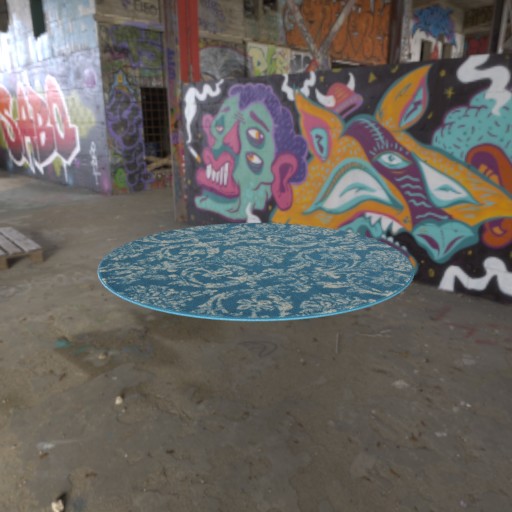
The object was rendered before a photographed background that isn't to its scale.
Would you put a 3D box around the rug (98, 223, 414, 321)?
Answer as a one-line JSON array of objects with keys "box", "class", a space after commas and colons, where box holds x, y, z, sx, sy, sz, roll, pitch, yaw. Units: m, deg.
[{"box": [0.000, 0.000, 2.356, 1.593, 0.012, 1.593, 0, 17, 0], "class": "rug"}]
